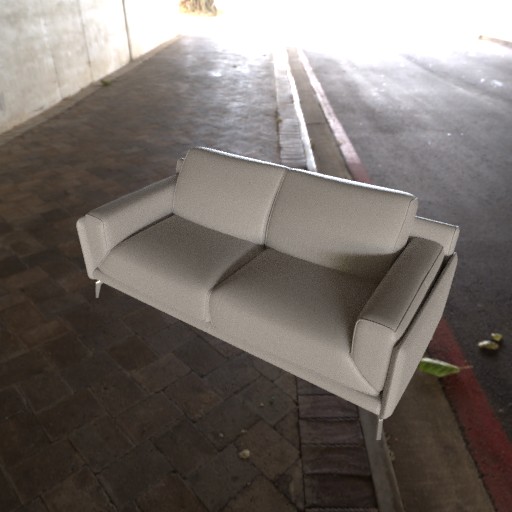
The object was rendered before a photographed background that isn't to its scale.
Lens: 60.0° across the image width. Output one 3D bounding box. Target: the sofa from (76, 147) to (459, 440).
[{"bbox_3d":[0.000,0.000,2.661,2.101,0.930,1.049,19,36,28],"label":"sofa"}]
